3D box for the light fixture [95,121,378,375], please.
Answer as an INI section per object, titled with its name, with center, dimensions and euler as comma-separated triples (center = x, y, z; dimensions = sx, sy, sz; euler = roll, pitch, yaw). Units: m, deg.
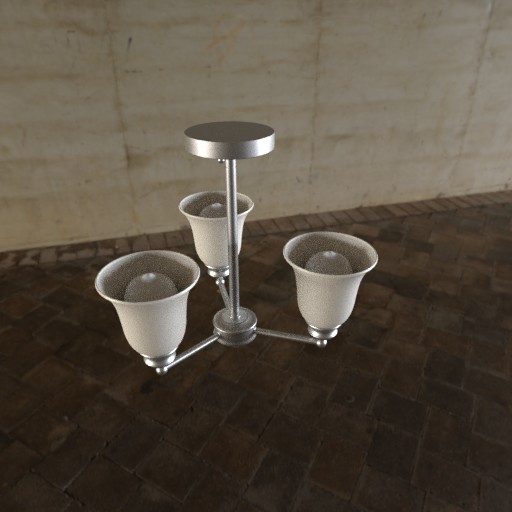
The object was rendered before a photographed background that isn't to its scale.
[light fixture]
center = 0.000, 0.000, 0.672
dimensions = 0.354, 0.370, 0.388
euler = 8, 30, 14
